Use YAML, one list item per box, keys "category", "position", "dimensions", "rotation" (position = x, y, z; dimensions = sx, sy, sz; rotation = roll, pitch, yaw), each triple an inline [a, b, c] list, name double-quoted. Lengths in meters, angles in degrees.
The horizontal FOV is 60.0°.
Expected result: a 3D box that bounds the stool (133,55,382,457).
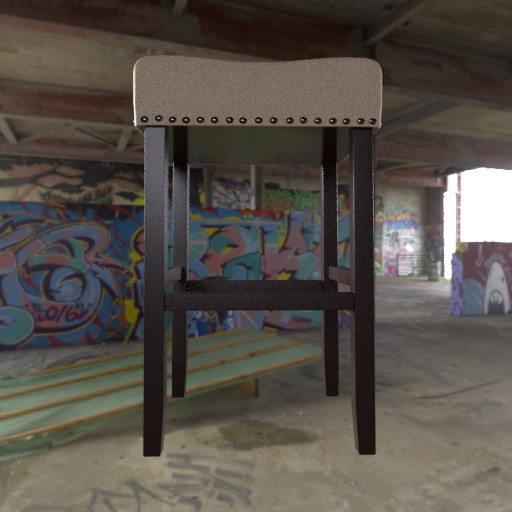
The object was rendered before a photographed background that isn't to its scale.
- category: "stool"
  position: [0.000, 0.000, 1.028]
  dimensions: [0.471, 0.762, 0.401]
  rotation: [0, 1, -2]
